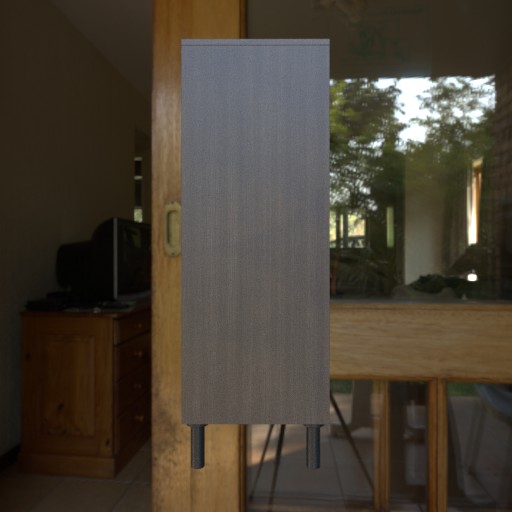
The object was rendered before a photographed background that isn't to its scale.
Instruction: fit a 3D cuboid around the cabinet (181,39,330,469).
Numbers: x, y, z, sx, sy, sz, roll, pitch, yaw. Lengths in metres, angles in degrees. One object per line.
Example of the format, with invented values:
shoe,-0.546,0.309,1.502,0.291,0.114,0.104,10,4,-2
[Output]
cabinet,0.000,0.000,1.699,0.400,1.170,1.010,0,0,0
